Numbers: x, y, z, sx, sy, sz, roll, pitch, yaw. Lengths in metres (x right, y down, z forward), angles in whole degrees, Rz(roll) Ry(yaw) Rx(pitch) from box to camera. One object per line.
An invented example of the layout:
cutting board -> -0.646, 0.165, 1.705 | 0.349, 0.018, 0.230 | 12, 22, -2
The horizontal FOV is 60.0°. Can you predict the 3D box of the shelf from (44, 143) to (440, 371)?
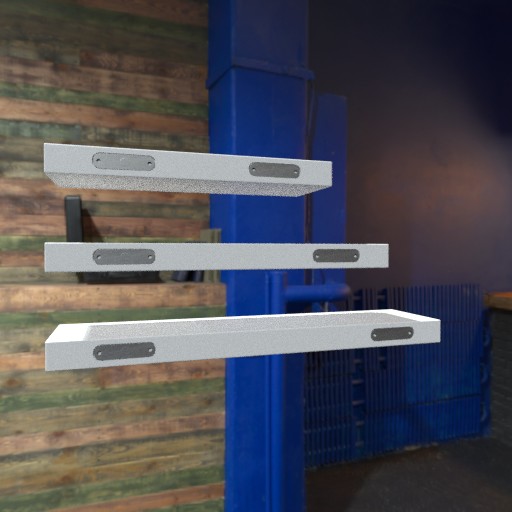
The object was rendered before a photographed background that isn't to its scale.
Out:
shelf -> 0.000, 0.000, 0.724 | 0.610, 0.293, 0.140 | 0, 1, -17
